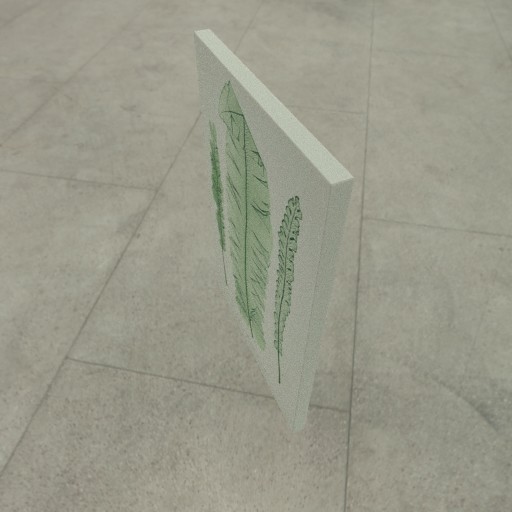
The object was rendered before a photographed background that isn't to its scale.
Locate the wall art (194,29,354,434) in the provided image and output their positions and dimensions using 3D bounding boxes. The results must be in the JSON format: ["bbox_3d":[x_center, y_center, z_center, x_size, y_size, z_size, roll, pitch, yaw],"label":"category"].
[{"bbox_3d":[0.000,0.000,1.157,0.038,0.914,0.610,-18,50,-16],"label":"wall art"}]
